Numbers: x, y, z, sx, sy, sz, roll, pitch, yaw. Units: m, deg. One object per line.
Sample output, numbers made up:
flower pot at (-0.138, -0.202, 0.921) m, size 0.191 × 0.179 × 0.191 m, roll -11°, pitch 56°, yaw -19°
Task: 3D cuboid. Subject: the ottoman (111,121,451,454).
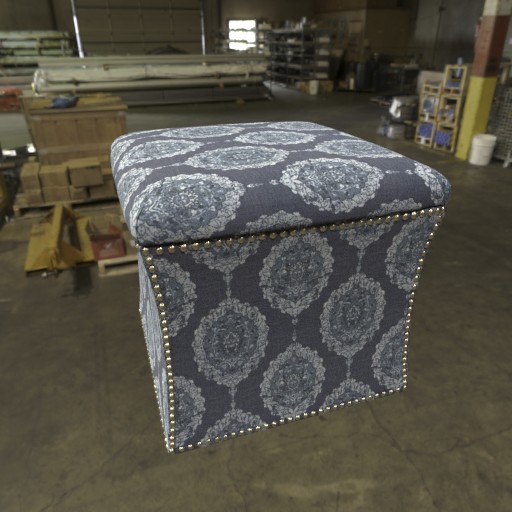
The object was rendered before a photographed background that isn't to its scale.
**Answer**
ottoman at (0.000, 0.000, 0.905) m, size 0.507 × 0.475 × 0.497 m, roll -9°, pitch 28°, yaw -17°
